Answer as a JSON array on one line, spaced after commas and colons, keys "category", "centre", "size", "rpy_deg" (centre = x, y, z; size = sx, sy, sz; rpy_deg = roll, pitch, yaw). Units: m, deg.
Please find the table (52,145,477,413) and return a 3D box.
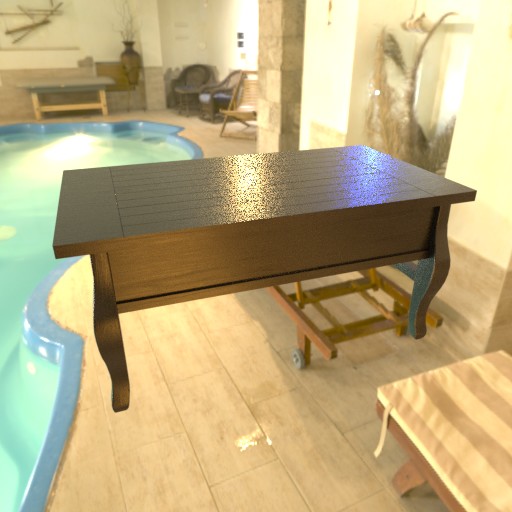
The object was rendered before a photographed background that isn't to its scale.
[{"category": "table", "centre": [0.000, 0.000, 1.395], "size": [1.062, 0.494, 0.600], "rpy_deg": [-9, 28, -17]}]
